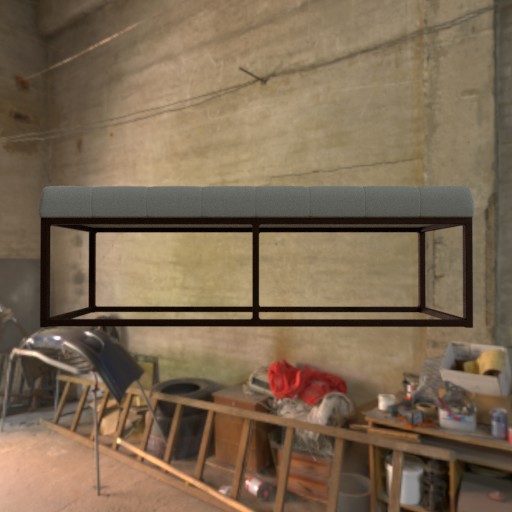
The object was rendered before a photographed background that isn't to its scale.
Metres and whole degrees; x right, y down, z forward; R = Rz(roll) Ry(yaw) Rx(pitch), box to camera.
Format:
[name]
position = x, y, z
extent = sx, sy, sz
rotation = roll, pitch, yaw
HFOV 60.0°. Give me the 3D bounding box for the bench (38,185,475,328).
[bench]
position = 0.000, 0.000, 1.721
extent = 1.488, 0.488, 0.479
rotation = 0, -1, 0
